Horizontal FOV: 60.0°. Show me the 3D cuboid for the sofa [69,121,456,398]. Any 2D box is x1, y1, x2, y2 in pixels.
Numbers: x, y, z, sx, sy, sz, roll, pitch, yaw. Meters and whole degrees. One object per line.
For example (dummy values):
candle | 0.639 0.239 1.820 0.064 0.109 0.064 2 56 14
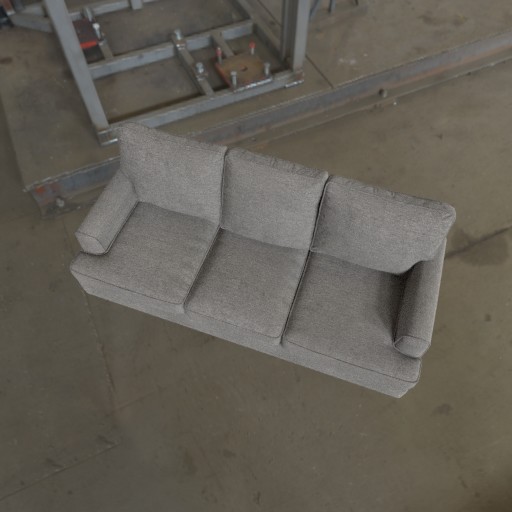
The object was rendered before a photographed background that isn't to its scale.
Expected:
sofa | 0.000 0.000 2.736 2.158 0.965 0.951 17 60 10
